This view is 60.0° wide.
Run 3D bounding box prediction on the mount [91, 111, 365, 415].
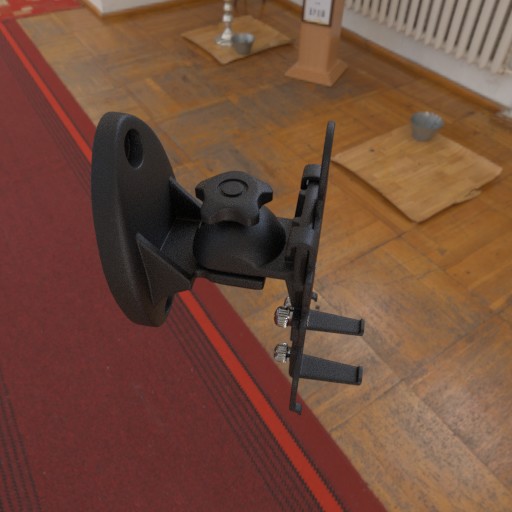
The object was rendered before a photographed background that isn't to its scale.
[{"bbox_3d":[0.000,0.000,0.173,0.100,0.118,0.066,8,46,8],"label":"mount"}]
